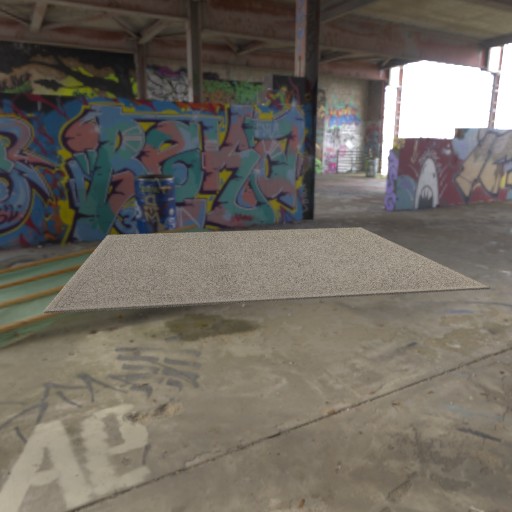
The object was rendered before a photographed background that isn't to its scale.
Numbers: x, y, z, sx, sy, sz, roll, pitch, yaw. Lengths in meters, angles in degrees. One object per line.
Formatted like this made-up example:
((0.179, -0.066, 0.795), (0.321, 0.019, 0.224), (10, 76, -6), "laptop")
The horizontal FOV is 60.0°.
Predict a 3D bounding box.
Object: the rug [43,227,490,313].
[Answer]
((0.000, 0.000, 4.133), (3.050, 0.015, 2.441), (-2, 14, -9), "rug")
